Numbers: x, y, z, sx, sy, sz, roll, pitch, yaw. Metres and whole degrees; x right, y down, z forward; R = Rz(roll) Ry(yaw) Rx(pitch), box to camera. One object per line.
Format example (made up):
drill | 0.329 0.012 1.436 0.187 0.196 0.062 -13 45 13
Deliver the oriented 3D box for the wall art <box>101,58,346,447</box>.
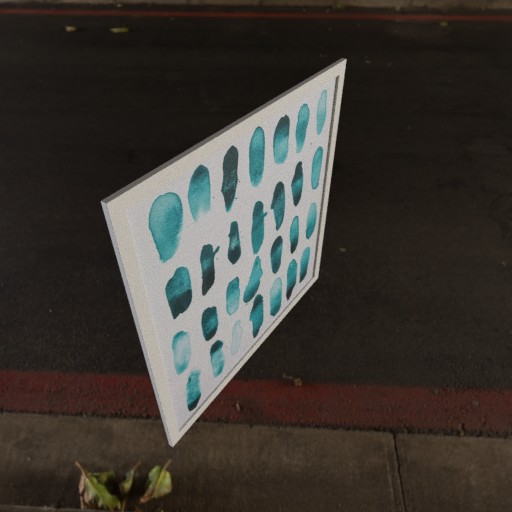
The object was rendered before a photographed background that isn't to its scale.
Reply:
wall art | 0.000 0.000 1.199 0.013 0.813 0.812 25 48 26
